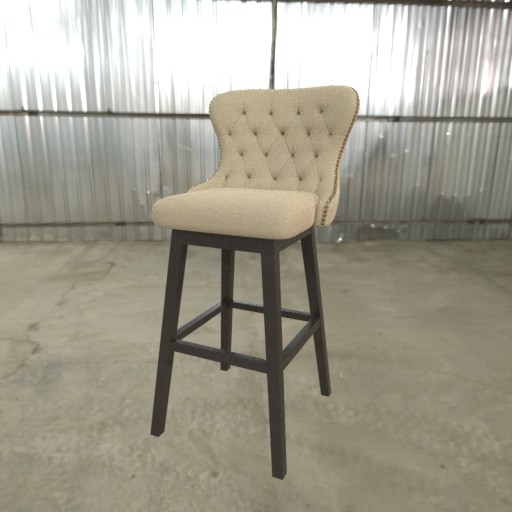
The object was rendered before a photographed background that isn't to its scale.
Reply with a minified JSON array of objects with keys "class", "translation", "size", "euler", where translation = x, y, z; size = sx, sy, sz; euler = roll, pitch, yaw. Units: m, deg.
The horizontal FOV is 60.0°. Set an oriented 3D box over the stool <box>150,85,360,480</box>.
[{"class":"stool","translation":[0.000,0.000,1.424],"size":[0.528,1.066,0.605],"euler":[7,17,24]}]
